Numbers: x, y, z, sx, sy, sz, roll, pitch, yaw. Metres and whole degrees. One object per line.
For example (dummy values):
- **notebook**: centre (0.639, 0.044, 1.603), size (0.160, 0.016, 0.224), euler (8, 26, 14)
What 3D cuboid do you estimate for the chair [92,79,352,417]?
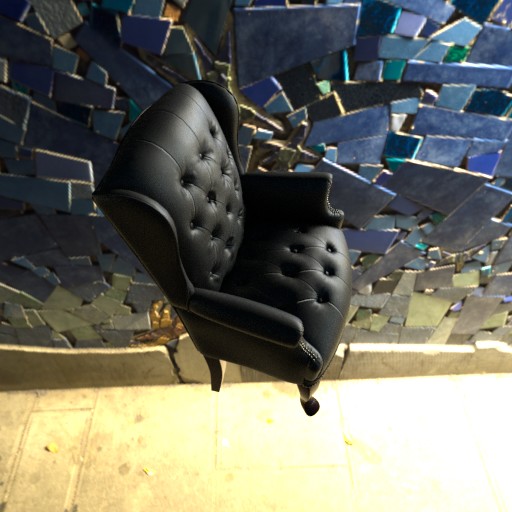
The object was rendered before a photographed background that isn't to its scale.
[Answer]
- **chair**: centre (0.000, 0.000, 1.681), size (0.762, 1.111, 0.838), euler (10, 47, 9)
